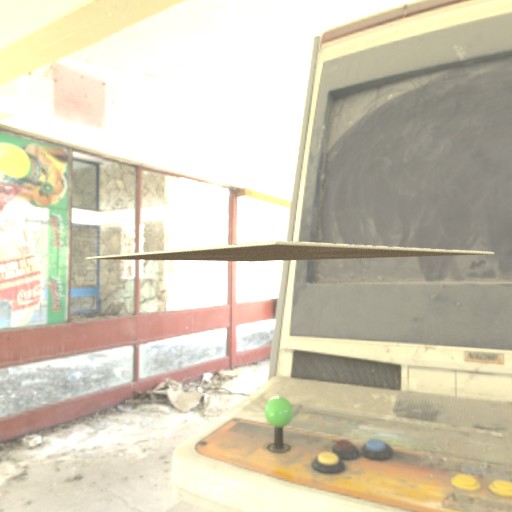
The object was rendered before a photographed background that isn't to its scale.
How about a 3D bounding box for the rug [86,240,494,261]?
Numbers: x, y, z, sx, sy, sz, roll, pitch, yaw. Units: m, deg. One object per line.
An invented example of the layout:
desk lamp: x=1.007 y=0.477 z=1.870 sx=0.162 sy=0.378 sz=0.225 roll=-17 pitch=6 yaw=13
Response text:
rug: x=0.000 y=0.000 z=2.294 sx=1.213 sy=0.012 sz=1.831 roll=1 pitch=-2 yaw=-36
